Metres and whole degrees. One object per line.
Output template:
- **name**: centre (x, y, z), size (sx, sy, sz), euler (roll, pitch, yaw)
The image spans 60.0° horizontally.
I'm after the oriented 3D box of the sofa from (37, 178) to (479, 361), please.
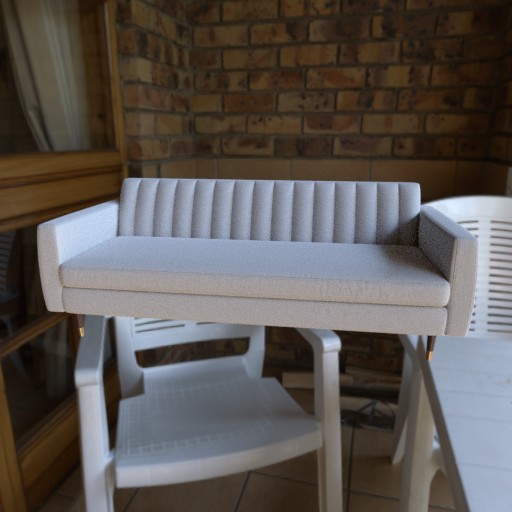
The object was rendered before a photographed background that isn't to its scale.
- **sofa**: centre (0.000, 0.000, 2.684), size (2.291, 0.821, 0.990), euler (2, 16, 8)
